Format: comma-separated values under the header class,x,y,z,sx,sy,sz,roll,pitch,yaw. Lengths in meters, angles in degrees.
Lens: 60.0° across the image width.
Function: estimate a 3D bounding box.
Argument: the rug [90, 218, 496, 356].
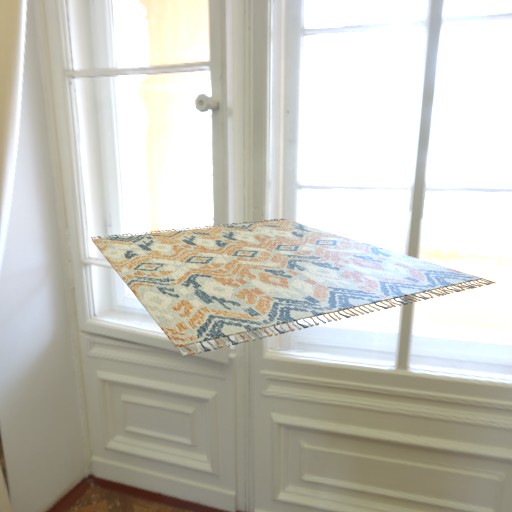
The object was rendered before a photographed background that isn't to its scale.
class,x,y,z,sx,sy,sz,roll,pitch,yaw
rug,0.000,0.000,4.038,2.439,0.010,3.048,-8,17,-27
